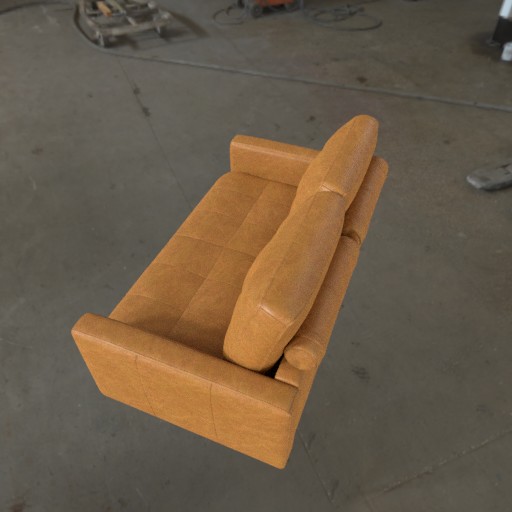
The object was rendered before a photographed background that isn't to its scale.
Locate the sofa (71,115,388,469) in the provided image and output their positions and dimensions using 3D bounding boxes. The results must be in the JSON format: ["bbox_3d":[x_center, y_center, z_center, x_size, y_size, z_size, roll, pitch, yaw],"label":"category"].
[{"bbox_3d":[0.000,0.000,1.943,0.868,0.898,1.430,16,47,15],"label":"sofa"}]
